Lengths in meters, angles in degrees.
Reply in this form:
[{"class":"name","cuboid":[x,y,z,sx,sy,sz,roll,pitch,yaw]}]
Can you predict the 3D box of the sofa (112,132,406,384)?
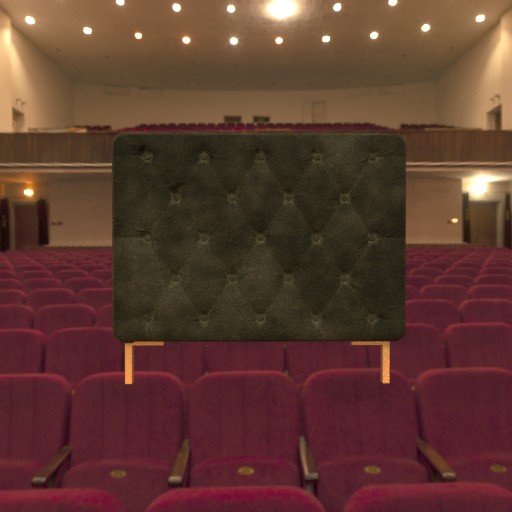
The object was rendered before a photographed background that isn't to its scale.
[{"class":"sofa","cuboid":[0.000,0.000,2.064,0.895,0.768,1.537,0,1,-1]}]
